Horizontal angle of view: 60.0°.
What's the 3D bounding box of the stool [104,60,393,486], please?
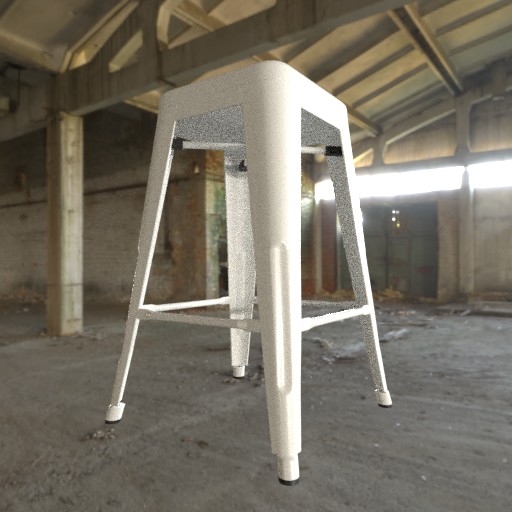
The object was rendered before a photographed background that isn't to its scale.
[{"bbox_3d":[0.000,0.000,0.862,0.406,0.610,0.406,0,-1,35],"label":"stool"}]
